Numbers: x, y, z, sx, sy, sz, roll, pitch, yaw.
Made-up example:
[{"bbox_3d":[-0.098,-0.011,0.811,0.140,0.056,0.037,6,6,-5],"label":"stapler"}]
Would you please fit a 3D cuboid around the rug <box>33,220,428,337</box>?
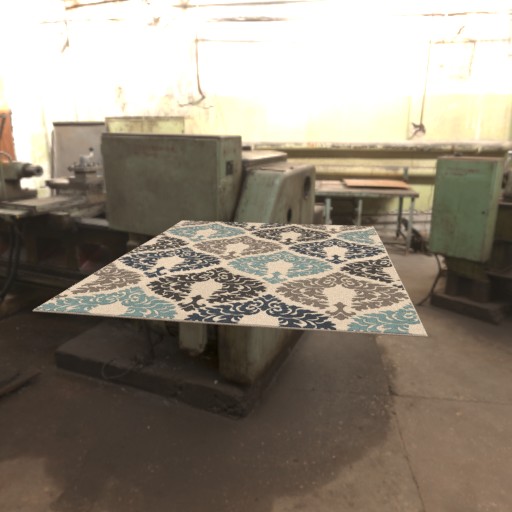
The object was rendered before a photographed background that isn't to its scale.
[{"bbox_3d":[0.000,0.000,4.084,2.423,0.014,3.040,2,16,8],"label":"rug"}]
